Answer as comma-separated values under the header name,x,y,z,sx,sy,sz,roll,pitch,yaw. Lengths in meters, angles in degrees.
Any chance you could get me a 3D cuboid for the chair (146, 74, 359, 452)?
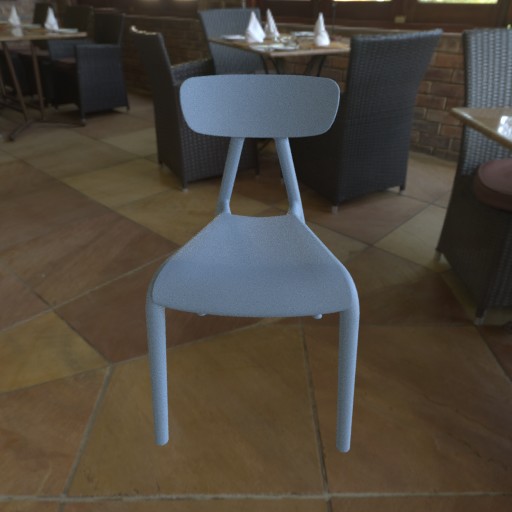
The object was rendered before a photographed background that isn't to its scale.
name,x,y,z,sx,sy,sz,roll,pitch,yaw
chair,0.000,0.000,0.827,0.356,0.580,0.401,1,31,2
